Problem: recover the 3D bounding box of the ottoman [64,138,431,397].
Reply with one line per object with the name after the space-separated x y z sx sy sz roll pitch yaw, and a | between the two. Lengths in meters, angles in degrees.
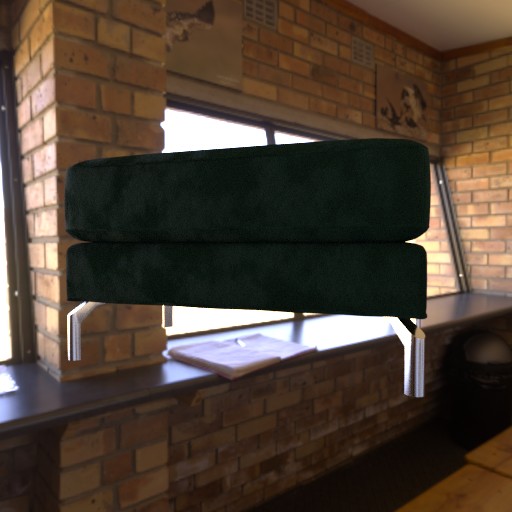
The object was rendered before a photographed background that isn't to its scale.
0.000 0.000 1.234 0.886 0.533 0.536 1 2 19 | ottoman
